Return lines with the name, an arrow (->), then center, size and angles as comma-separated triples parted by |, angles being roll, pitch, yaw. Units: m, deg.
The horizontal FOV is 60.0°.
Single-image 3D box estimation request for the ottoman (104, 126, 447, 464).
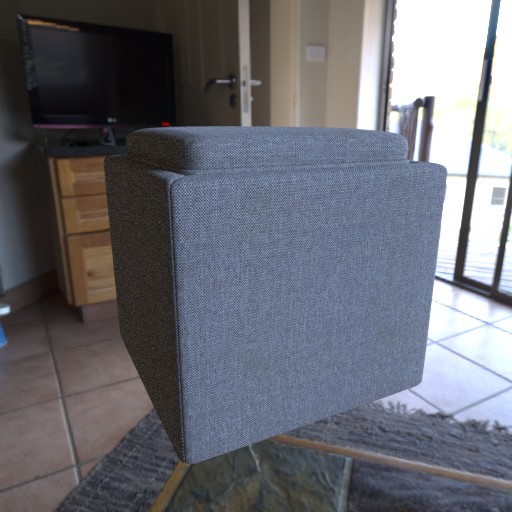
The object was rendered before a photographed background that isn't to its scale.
ottoman -> 0.000, 0.000, 0.820 | 0.450, 0.460, 0.450 | -8, 19, -26
